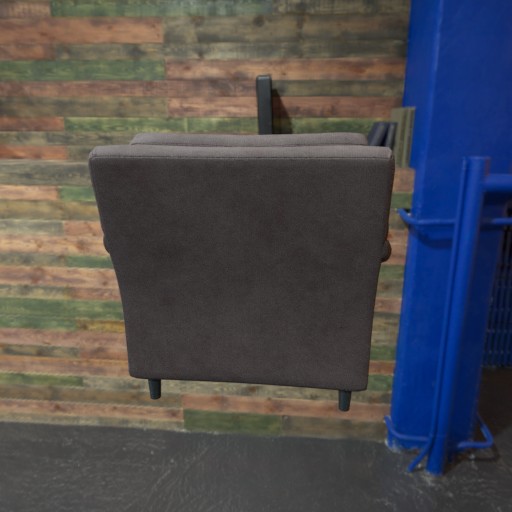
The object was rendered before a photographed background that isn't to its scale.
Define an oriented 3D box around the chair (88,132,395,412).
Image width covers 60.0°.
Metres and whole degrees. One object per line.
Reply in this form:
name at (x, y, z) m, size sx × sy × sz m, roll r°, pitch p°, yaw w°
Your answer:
chair at (0.000, 0.000, 1.855) m, size 0.955 × 0.997 × 1.070 m, roll 2°, pitch 16°, yaw 6°
